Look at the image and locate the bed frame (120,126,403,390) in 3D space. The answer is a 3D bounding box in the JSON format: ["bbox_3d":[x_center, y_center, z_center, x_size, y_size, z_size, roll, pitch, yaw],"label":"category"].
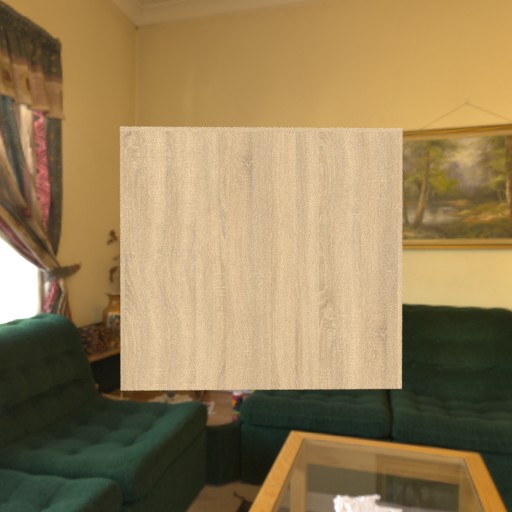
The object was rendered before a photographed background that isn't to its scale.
[{"bbox_3d":[0.000,0.000,2.625,0.990,0.920,2.140,0,1,-1],"label":"bed frame"}]
